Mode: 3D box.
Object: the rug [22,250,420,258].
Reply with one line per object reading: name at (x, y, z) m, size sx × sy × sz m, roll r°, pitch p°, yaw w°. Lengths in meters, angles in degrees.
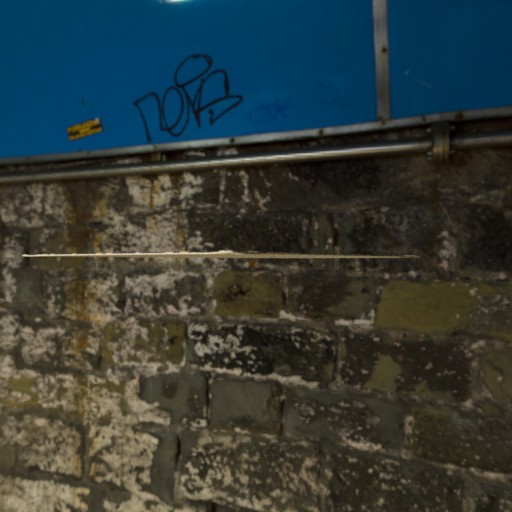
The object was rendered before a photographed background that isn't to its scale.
rug at (0.000, 0.000, 2.127) m, size 1.072 × 0.013 × 1.698 m, roll 0°, pitch -1°, yaw 36°
